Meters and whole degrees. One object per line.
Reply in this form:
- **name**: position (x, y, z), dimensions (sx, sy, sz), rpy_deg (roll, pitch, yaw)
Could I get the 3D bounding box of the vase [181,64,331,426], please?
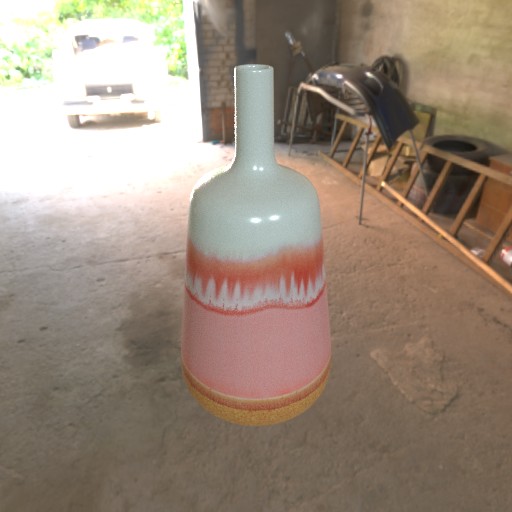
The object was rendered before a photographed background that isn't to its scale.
- **vase**: position (0.000, 0.000, 0.374), dimensions (0.144, 0.296, 0.144), rpy_deg (0, 31, 0)
